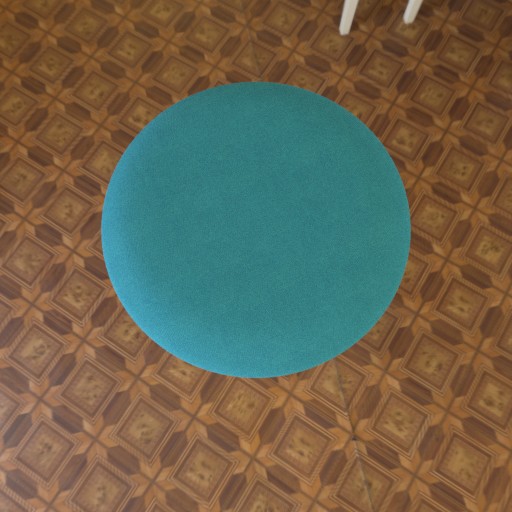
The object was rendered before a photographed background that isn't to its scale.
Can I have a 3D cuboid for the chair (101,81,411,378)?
[{"bbox_3d":[0.000,0.000,0.672,0.350,0.430,0.350,0,76,0],"label":"chair"}]
